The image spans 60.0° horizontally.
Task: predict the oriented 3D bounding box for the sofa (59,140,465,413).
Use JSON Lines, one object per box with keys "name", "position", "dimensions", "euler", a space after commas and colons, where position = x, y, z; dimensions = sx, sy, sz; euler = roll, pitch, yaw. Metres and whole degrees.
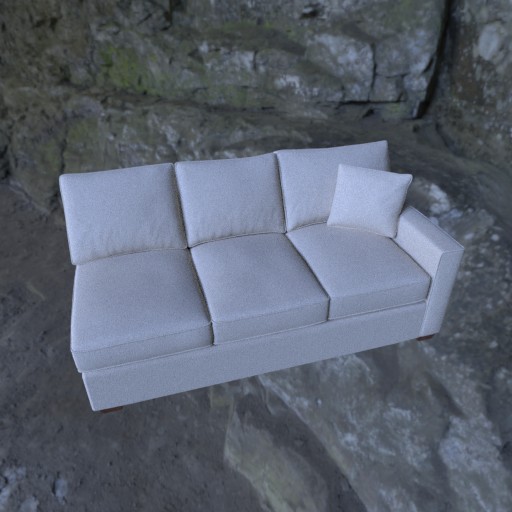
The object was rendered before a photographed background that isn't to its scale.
{"name": "sofa", "position": [0.000, 0.000, 2.509], "dimensions": [1.963, 0.946, 1.034], "euler": [-9, 34, -14]}
